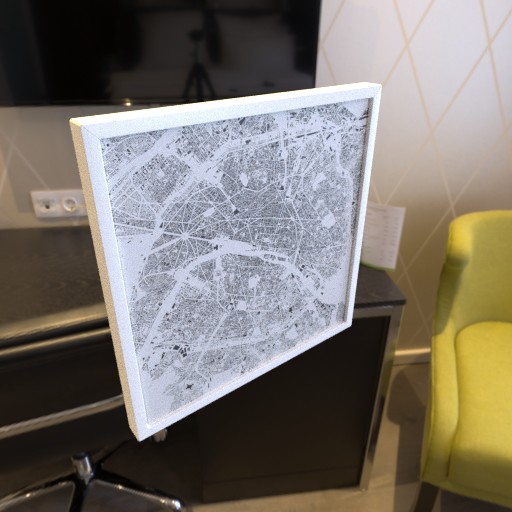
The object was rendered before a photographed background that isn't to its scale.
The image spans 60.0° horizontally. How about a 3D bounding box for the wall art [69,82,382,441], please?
[{"bbox_3d":[0.000,0.000,0.749,0.508,0.508,0.038,-20,34,-32],"label":"wall art"}]
